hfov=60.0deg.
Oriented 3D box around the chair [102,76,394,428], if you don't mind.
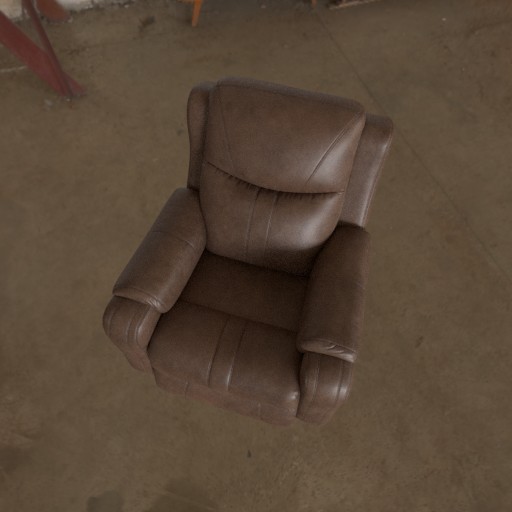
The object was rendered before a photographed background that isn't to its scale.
[{"bbox_3d":[0.000,0.000,1.793,0.940,0.990,1.067,14,60,9],"label":"chair"}]
